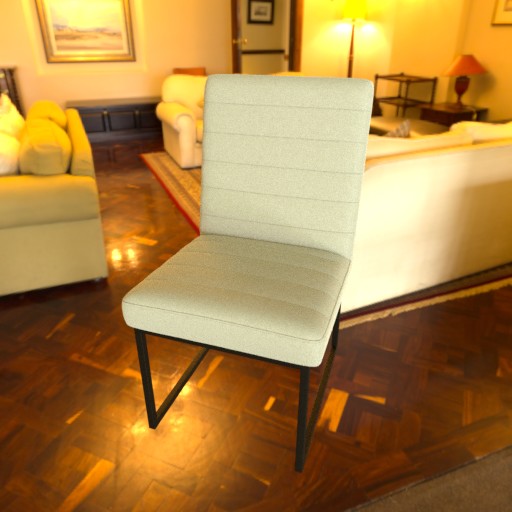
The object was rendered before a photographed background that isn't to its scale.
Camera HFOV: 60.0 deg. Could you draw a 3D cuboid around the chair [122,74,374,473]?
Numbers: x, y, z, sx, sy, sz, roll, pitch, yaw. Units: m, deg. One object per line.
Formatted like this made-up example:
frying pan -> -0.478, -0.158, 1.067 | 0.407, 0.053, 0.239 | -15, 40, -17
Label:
chair -> 0.000, 0.000, 1.283 | 0.520, 0.930, 0.634 | 9, 28, 17
